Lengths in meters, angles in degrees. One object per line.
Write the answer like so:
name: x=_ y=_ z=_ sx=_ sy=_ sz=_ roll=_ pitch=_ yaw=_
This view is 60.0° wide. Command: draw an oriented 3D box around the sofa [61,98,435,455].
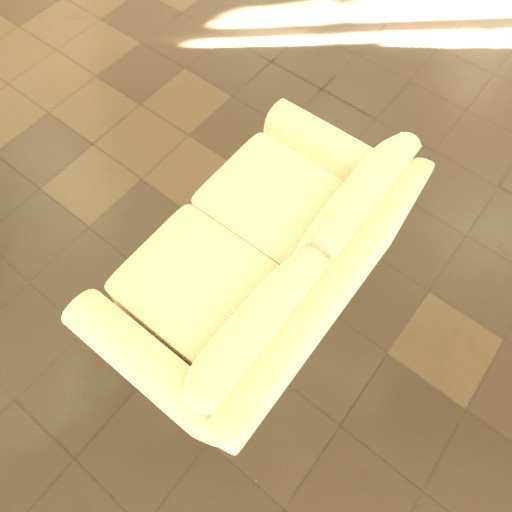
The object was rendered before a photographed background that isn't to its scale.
sofa: x=0.000 y=0.000 z=2.319 sx=0.991 sy=0.940 sz=1.727 roll=35 pitch=68 yaw=16
